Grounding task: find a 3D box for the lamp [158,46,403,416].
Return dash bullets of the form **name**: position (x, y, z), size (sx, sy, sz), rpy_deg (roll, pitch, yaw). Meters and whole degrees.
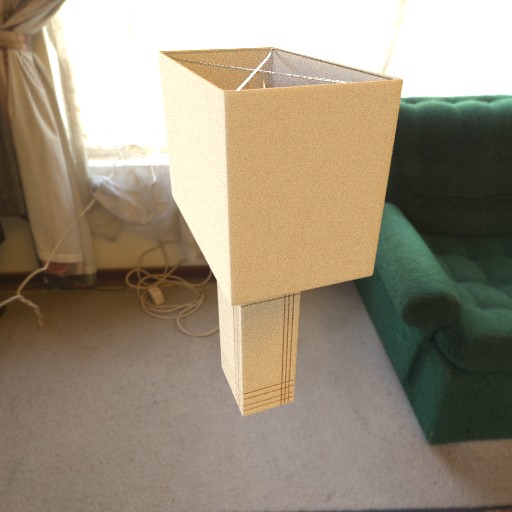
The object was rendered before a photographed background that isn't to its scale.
- **lamp**: position (0.000, 0.000, 0.671), size (0.182, 0.543, 0.334), rpy_deg (-11, 32, -17)
